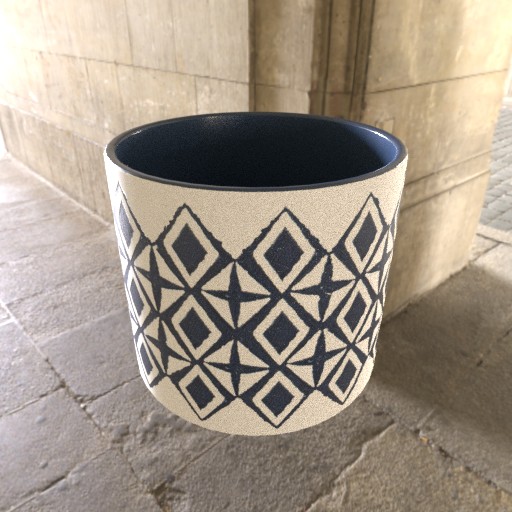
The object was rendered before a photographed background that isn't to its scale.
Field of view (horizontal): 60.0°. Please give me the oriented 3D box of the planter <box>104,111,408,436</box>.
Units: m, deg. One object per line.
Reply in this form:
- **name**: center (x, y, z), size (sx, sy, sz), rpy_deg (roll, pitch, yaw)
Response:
- **planter**: center (0.000, 0.000, 0.274), size (0.159, 0.144, 0.159), rpy_deg (0, 29, 0)
